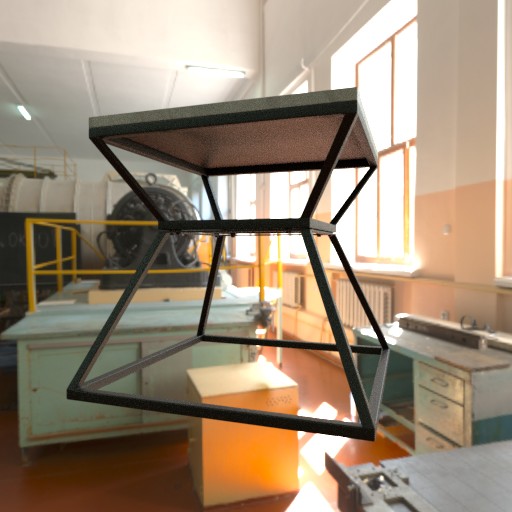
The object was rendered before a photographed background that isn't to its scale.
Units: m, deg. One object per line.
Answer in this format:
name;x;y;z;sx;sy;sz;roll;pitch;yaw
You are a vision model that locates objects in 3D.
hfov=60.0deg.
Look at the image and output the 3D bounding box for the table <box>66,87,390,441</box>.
table;0.000;0.000;0.810;0.455;0.431;0.455;0;1;19
